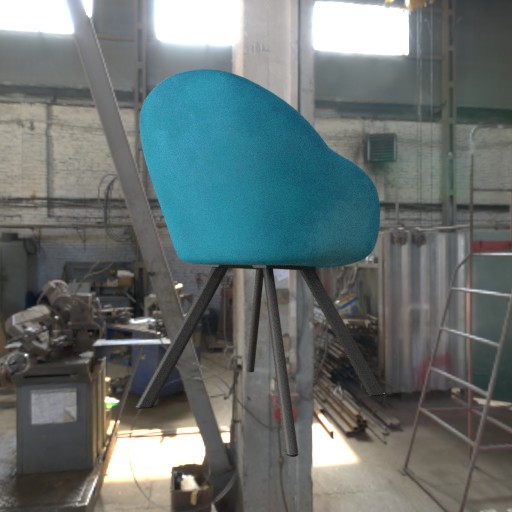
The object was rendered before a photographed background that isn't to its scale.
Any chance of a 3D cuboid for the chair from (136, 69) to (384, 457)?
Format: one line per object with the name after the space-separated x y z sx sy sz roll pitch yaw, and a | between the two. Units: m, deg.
0.000 0.000 1.184 0.550 0.795 0.590 0 0 36 | chair
